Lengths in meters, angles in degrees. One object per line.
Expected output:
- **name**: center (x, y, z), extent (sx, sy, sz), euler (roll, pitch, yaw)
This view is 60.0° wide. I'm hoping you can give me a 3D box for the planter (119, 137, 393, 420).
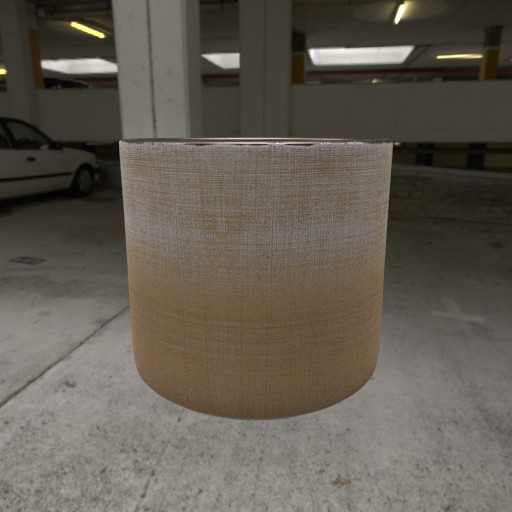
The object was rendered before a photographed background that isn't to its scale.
- **planter**: center (0.000, 0.000, 0.392), extent (0.221, 0.201, 0.221), euler (0, 15, 0)
